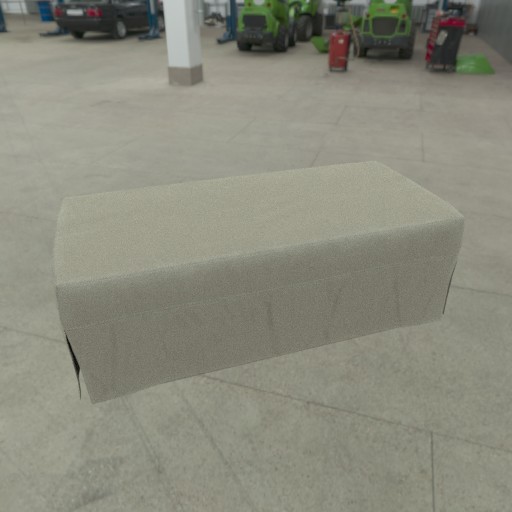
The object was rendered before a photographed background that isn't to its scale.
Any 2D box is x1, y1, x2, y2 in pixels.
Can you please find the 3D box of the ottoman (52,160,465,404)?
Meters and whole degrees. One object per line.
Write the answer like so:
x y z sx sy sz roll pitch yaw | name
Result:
0.000 0.000 1.705 1.388 0.457 0.665 -10 33 -15 | ottoman
